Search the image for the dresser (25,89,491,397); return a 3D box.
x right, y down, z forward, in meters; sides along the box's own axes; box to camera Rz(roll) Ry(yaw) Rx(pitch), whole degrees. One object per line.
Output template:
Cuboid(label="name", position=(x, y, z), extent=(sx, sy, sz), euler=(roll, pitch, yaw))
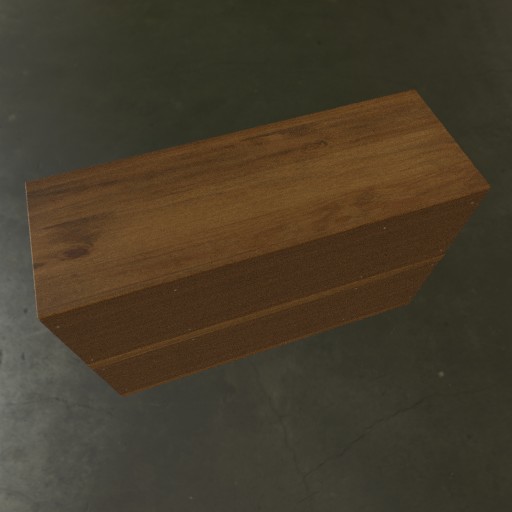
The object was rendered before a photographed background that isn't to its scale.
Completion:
Cuboid(label="dresser", position=(0.000, 0.000, 1.625), extent=(1.261, 0.825, 0.479), euler=(-16, 61, -9))
